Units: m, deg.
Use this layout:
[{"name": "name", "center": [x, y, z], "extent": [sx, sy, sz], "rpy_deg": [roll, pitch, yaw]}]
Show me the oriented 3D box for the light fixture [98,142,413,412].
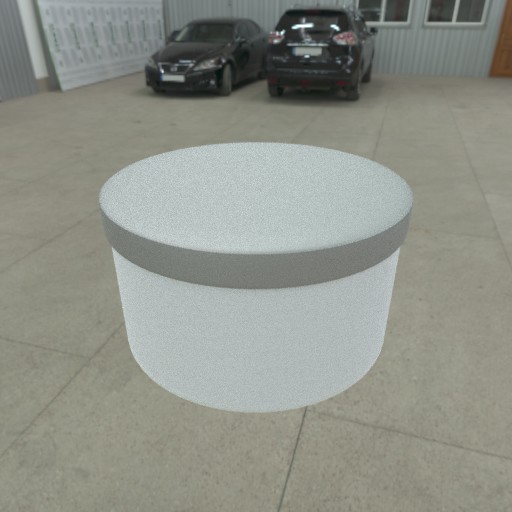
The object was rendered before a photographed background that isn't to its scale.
[{"name": "light fixture", "center": [0.000, 0.000, 0.633], "extent": [0.393, 0.229, 0.393], "rpy_deg": [0, 29, 0]}]
